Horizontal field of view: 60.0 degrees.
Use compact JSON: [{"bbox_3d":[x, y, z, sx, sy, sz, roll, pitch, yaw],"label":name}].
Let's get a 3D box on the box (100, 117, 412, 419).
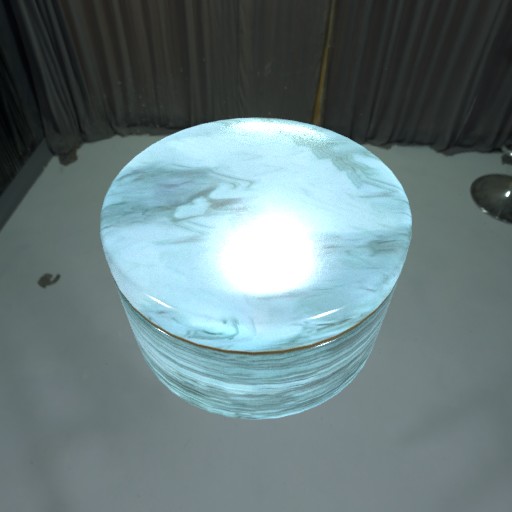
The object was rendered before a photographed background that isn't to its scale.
[{"bbox_3d":[0.000,0.000,0.167,0.101,0.063,0.101,0,47,0],"label":"box"}]
